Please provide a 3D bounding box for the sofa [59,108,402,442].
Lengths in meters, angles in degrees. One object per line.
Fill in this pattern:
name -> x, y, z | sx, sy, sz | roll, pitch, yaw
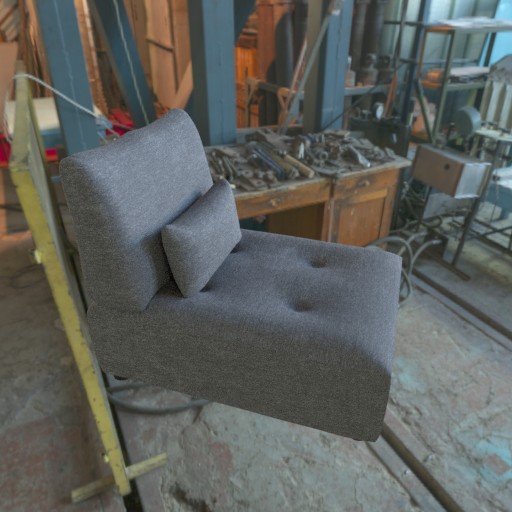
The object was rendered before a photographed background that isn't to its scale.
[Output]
sofa -> 0.000, 0.000, 1.555 | 1.000, 0.820, 0.700 | 10, 32, 16
